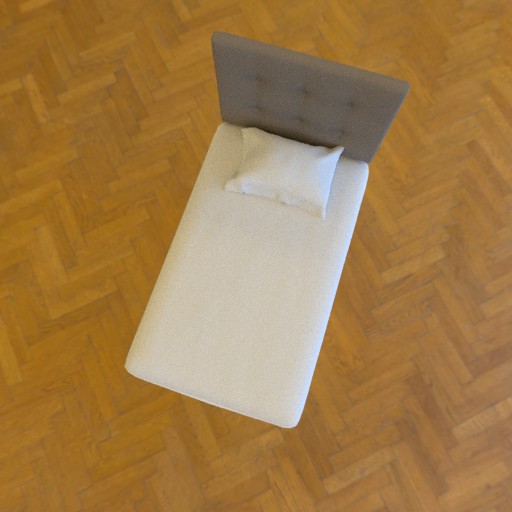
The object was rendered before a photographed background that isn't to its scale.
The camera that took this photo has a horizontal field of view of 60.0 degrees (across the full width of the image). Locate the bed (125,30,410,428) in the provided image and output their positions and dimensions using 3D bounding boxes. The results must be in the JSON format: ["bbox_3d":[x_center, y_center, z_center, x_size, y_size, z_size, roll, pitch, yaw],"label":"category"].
[{"bbox_3d":[0.000,0.000,2.944,1.261,1.571,1.997,17,75,5],"label":"bed"}]
